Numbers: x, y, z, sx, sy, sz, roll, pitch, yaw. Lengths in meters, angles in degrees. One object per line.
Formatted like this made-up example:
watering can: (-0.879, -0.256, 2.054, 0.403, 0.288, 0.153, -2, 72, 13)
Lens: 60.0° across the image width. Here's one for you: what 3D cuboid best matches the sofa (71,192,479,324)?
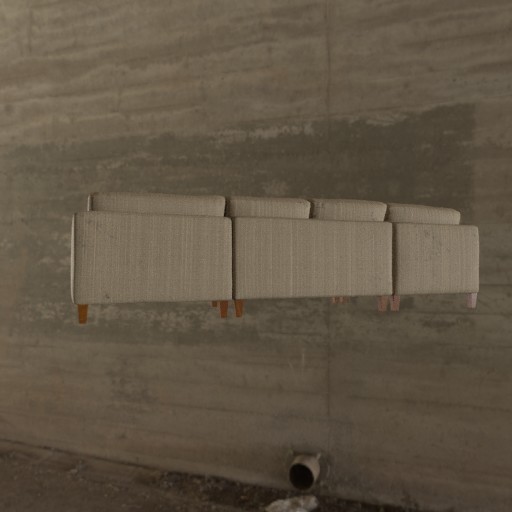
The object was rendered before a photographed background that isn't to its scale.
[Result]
sofa: (0.000, 0.000, 4.688, 3.460, 0.961, 2.594, 0, -1, -18)
